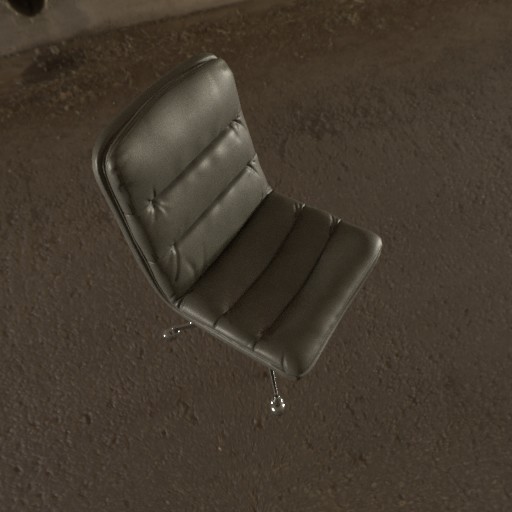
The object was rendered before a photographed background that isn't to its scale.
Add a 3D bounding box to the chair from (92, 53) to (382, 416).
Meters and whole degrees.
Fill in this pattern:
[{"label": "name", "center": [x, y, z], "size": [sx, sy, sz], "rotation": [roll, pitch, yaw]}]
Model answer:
[{"label": "chair", "center": [0.000, 0.000, 1.039], "size": [0.485, 0.738, 0.422], "rotation": [29, 63, 17]}]
